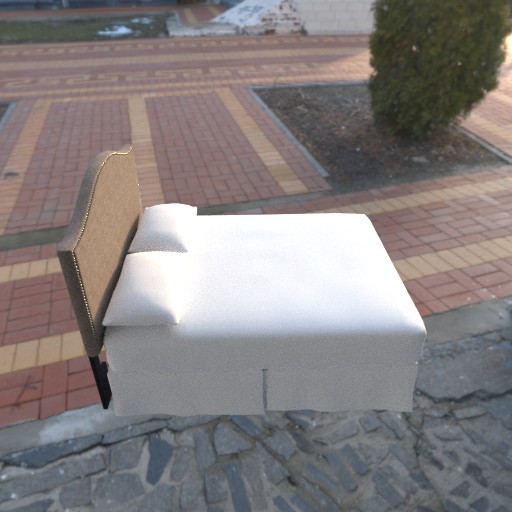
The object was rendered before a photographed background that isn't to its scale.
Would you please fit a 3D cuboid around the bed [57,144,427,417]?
[{"bbox_3d":[0.000,0.000,3.287,2.153,1.518,1.713,-1,33,-2],"label":"bed"}]
